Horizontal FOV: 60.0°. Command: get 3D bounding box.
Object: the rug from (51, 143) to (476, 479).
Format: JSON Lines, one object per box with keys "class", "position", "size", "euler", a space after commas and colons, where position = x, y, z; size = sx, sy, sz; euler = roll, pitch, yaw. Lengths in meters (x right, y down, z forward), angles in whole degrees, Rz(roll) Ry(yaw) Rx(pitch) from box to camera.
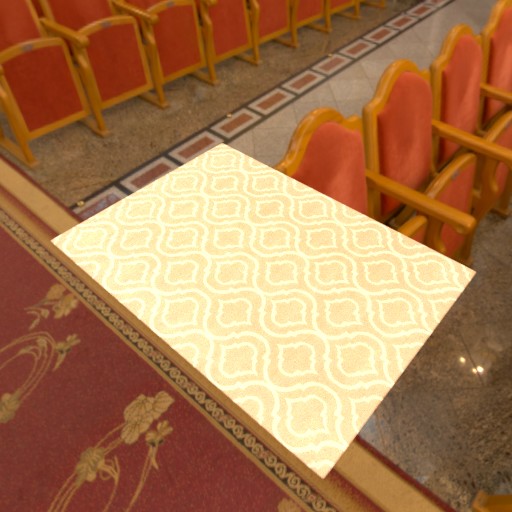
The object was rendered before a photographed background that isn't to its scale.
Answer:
{"class": "rug", "position": [0.000, 0.000, 4.285], "size": [3.353, 0.010, 2.438], "euler": [33, 54, 28]}
